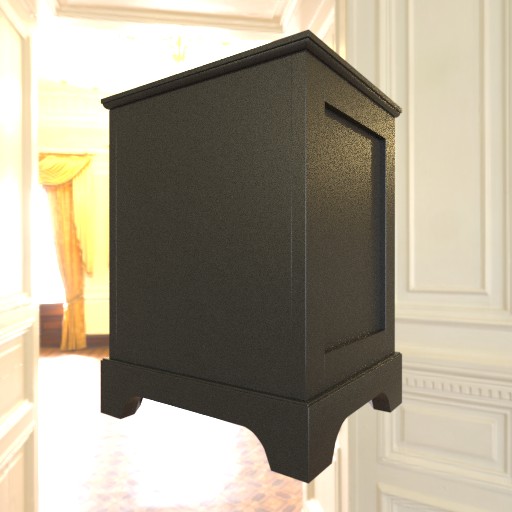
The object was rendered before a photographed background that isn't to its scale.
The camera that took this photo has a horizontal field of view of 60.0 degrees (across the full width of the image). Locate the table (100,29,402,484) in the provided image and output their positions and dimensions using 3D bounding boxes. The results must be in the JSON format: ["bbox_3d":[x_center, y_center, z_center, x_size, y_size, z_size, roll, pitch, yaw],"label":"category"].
[{"bbox_3d":[0.000,0.000,0.890,0.460,0.610,0.399,0,0,36],"label":"table"}]
